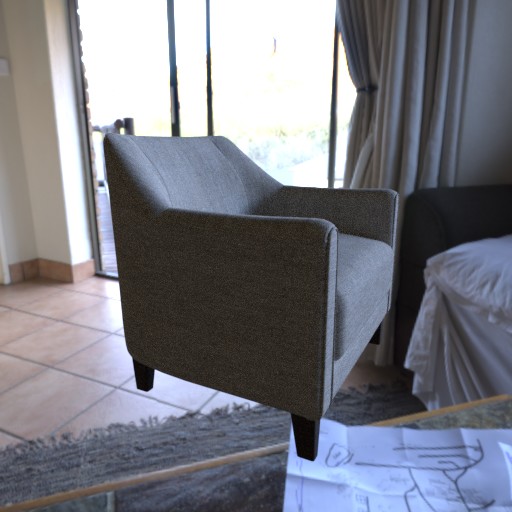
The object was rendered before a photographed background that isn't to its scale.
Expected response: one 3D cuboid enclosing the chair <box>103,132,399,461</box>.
[{"bbox_3d":[0.000,0.000,1.427,0.758,0.761,0.796,7,16,26],"label":"chair"}]
